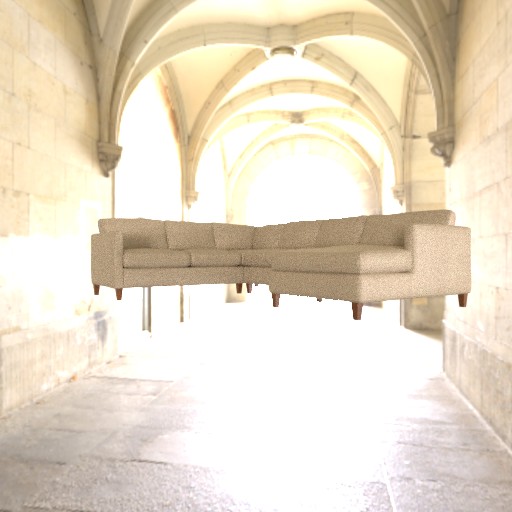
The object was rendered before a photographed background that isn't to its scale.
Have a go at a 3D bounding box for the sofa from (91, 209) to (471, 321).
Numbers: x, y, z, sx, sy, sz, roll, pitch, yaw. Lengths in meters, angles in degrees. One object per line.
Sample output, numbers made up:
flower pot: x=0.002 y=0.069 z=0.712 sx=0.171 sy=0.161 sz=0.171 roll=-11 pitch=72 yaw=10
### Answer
sofa: x=0.000 y=0.000 z=4.801 sx=2.594 sy=0.961 sz=3.460 roll=0 pitch=0 yaw=-36
